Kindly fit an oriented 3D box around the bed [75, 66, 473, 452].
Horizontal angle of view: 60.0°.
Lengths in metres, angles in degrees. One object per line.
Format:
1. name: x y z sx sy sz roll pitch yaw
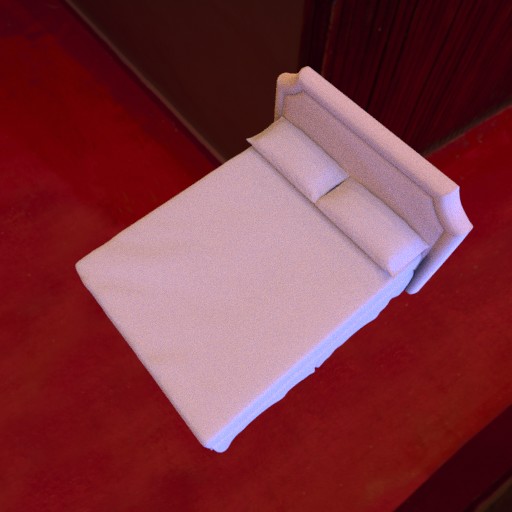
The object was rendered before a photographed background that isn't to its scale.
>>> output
1. bed: 0.000 0.000 3.230 2.164 1.297 1.828 -37 70 -16
